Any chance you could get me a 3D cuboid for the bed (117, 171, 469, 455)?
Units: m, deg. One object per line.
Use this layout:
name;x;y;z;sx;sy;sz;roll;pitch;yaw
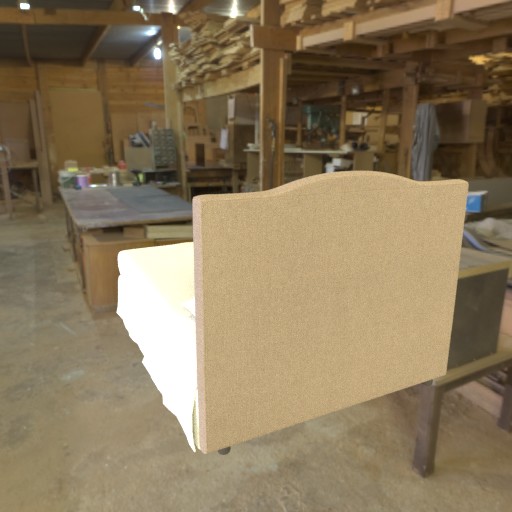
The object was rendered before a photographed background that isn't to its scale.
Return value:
bed;0.000;0.000;3.408;1.821;1.436;2.282;-8;17;-26
